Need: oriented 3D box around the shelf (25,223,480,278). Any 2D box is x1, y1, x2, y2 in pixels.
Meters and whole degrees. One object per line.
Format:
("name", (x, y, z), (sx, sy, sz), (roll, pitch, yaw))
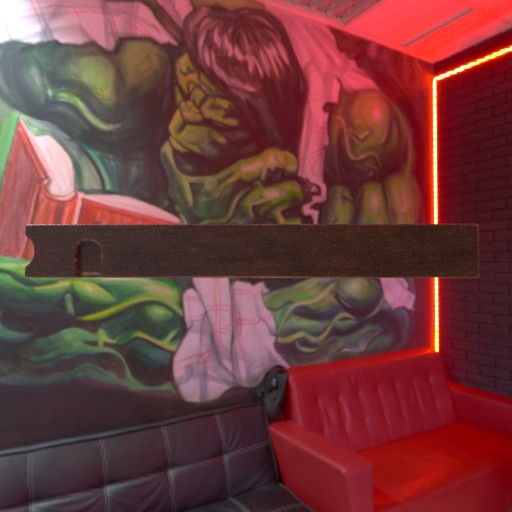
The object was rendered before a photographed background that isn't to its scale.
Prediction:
("shelf", (0.000, 0.000, 0.435), (0.296, 0.035, 0.296), (0, -1, 1))
